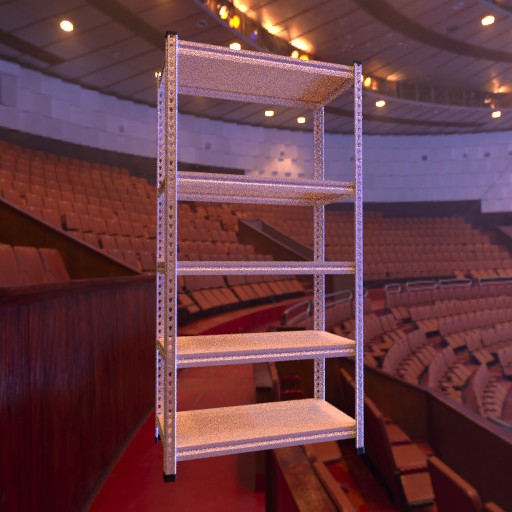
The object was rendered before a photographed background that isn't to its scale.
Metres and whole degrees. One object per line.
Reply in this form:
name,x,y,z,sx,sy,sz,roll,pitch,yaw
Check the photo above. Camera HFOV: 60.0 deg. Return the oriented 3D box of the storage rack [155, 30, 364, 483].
storage rack,0.000,0.000,2.144,0.914,1.829,0.457,0,-1,-18
